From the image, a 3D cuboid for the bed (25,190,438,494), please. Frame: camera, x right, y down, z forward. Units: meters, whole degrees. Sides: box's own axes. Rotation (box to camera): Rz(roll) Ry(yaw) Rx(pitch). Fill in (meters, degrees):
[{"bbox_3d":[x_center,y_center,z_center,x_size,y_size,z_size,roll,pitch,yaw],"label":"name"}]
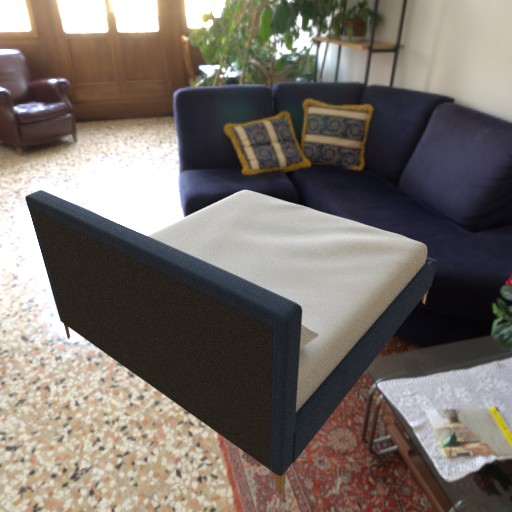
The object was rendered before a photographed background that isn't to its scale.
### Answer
[{"bbox_3d":[0.000,0.000,3.375,2.096,1.231,2.232,22,37,32],"label":"bed"}]
